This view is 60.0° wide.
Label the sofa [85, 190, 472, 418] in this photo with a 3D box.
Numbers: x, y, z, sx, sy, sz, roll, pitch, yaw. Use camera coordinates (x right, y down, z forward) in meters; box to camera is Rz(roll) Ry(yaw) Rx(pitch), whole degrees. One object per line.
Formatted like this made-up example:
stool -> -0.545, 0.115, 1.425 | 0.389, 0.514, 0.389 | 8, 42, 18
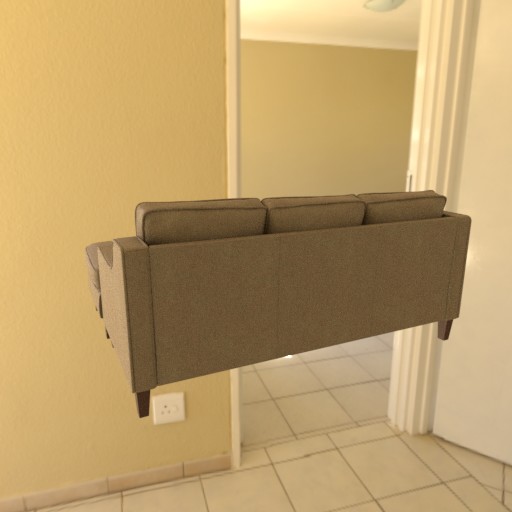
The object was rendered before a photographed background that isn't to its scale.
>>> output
sofa -> 0.000, 0.000, 3.365 | 2.317, 1.081, 1.858 | -7, 16, -25
